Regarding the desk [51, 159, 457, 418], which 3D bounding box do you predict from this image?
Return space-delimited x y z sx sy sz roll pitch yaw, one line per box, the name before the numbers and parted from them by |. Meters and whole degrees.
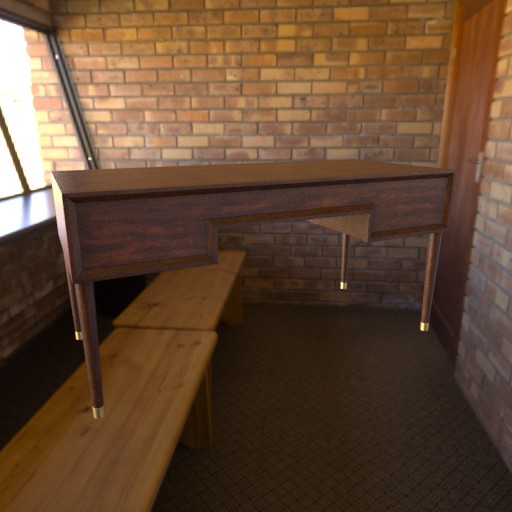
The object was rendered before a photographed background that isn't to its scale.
desk | 0.000 0.000 1.998 1.575 0.762 0.724 -8 18 -25
